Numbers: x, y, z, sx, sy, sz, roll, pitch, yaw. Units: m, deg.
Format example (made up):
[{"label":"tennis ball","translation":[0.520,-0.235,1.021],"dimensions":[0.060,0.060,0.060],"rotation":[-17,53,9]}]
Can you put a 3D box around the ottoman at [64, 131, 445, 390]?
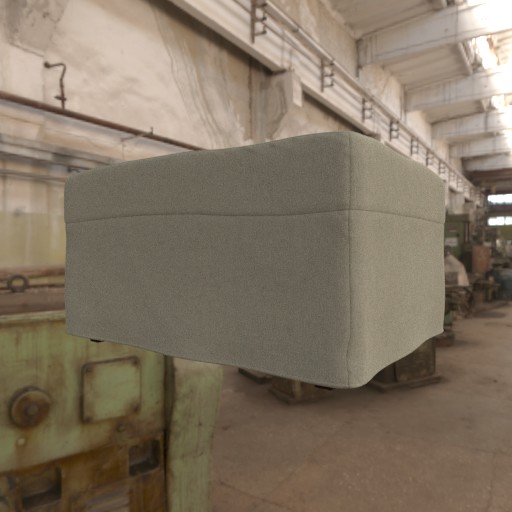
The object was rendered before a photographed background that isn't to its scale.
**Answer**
[{"label":"ottoman","translation":[0.000,0.000,1.197],"dimensions":[0.833,0.461,0.648],"rotation":[1,1,35]}]
